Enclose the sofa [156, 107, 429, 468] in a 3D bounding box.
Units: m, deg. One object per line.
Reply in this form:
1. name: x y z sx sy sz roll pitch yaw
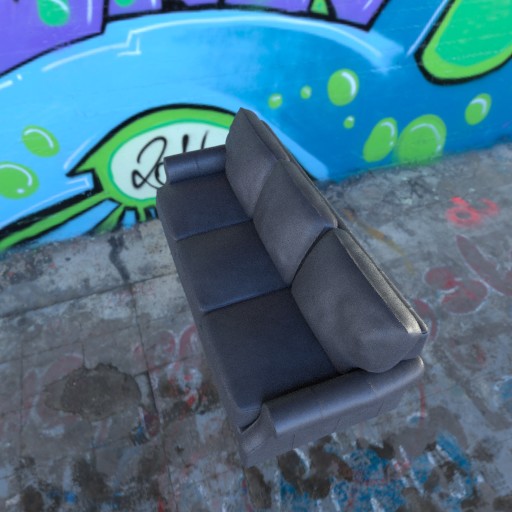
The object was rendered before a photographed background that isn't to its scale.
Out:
1. sofa: 0.000 0.000 2.894 0.974 0.977 2.387 -15 47 -14
